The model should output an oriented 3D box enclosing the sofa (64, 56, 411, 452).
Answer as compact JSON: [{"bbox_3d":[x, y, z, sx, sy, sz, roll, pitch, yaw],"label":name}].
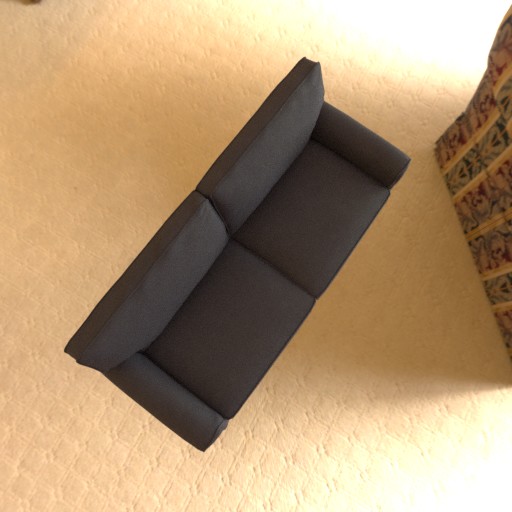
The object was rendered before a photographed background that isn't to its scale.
[{"bbox_3d":[0.000,0.000,2.841,0.983,1.094,2.256,36,79,8],"label":"sofa"}]
